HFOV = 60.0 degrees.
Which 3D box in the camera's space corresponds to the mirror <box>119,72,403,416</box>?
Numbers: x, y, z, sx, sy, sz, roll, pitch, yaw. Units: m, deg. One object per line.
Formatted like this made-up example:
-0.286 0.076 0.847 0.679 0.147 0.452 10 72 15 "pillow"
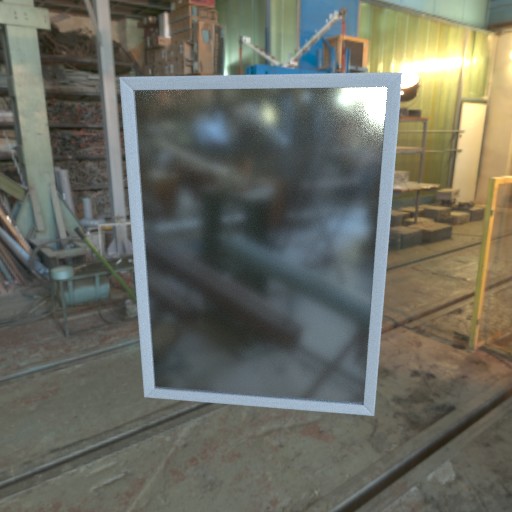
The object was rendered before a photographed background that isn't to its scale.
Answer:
0.000 0.000 1.339 0.762 1.016 0.040 2 16 7 "mirror"
